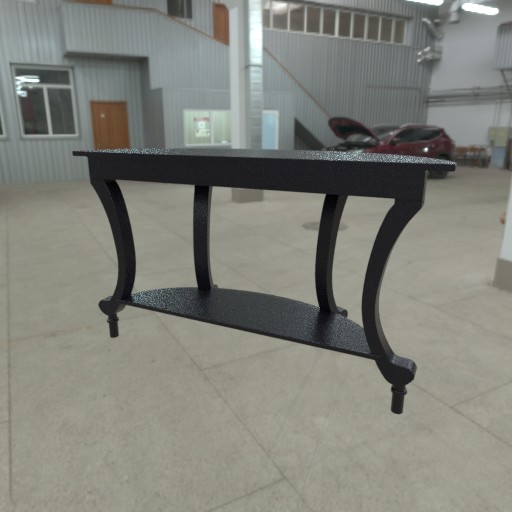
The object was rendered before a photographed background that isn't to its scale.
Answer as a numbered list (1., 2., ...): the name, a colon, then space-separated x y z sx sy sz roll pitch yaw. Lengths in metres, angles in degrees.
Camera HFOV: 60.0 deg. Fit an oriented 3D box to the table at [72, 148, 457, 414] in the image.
1. table: 0.000 0.000 1.519 1.198 0.692 0.394 8 18 25
